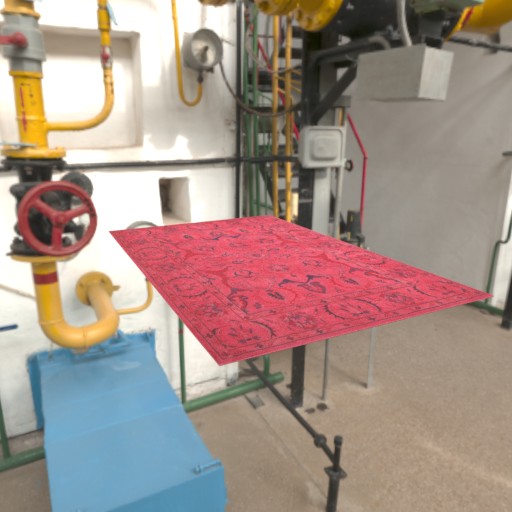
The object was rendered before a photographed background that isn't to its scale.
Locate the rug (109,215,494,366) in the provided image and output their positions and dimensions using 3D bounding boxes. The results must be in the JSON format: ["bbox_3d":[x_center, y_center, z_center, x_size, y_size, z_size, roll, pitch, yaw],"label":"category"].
[{"bbox_3d":[0.000,0.000,2.997,1.534,0.010,2.423,-8,18,-26],"label":"rug"}]
